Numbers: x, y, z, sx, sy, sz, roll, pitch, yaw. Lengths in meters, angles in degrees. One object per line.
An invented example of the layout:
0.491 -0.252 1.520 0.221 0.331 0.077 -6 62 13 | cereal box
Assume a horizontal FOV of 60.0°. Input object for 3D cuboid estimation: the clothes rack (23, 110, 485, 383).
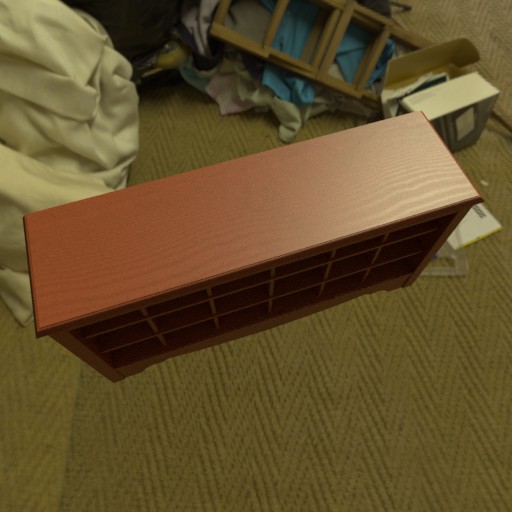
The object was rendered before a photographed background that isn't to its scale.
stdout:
0.000 0.000 1.497 1.251 0.594 0.362 -17 64 -9 | clothes rack
